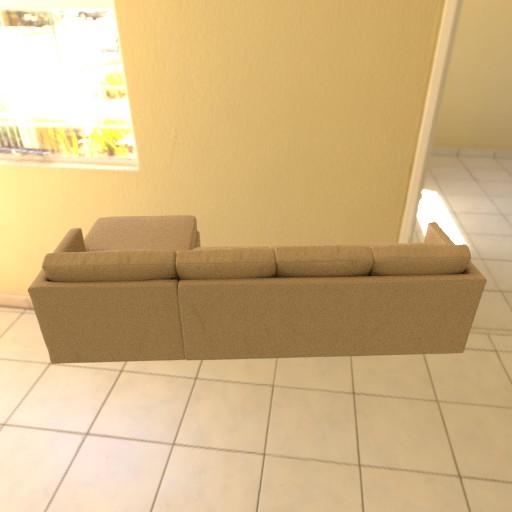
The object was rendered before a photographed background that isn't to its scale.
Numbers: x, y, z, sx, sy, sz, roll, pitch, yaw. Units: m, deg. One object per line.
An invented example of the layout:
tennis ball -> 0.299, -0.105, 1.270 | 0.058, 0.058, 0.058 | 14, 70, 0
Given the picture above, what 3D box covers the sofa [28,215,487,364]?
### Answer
sofa -> 0.000, 0.000, 3.855 | 3.177, 0.867, 1.622 | -1, 31, -2
